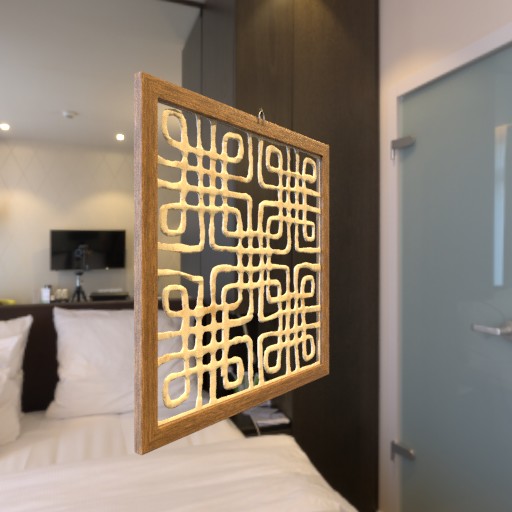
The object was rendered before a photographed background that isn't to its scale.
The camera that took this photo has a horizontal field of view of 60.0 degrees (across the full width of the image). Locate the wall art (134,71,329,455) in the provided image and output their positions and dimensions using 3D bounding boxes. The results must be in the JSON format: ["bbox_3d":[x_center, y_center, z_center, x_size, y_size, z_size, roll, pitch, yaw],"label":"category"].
[{"bbox_3d":[0.000,0.000,0.871,0.021,0.582,0.561,0,0,38],"label":"wall art"}]
